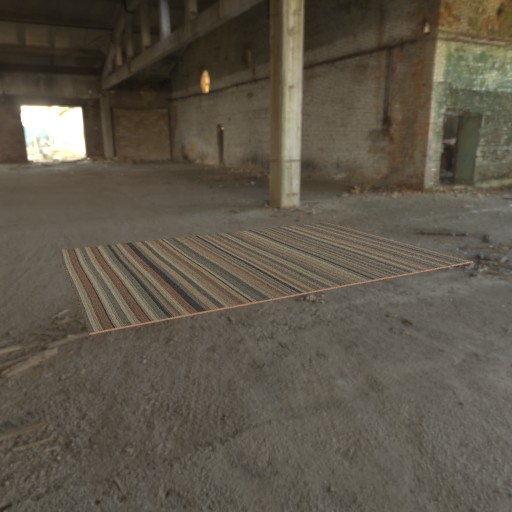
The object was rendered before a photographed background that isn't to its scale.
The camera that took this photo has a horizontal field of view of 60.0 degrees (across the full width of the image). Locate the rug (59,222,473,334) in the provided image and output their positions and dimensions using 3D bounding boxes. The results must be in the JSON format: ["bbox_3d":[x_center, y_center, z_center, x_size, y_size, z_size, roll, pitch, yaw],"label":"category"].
[{"bbox_3d":[0.000,0.000,2.333,1.829,0.008,1.219,-8,17,-27],"label":"rug"}]
